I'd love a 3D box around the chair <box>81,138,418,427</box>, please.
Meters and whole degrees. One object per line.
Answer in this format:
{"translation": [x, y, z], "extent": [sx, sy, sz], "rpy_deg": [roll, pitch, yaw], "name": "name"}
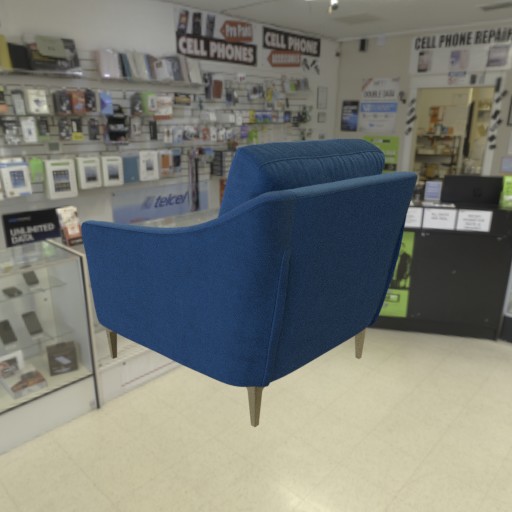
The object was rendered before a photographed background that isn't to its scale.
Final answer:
{"translation": [0.000, 0.000, 1.745], "extent": [0.987, 0.899, 0.961], "rpy_deg": [-16, 24, -42], "name": "chair"}
